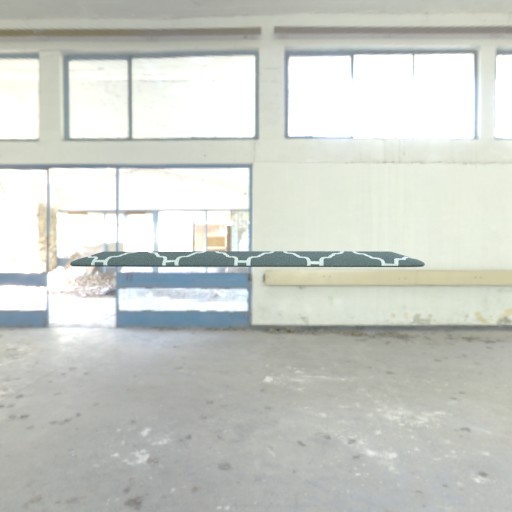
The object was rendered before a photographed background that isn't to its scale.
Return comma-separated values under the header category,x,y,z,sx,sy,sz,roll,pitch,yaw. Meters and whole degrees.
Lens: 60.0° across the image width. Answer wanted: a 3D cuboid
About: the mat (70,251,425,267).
category,x,y,z,sx,sy,sz,roll,pitch,yaw
mat,0.000,0.000,0.981,0.508,0.021,0.762,0,1,3
